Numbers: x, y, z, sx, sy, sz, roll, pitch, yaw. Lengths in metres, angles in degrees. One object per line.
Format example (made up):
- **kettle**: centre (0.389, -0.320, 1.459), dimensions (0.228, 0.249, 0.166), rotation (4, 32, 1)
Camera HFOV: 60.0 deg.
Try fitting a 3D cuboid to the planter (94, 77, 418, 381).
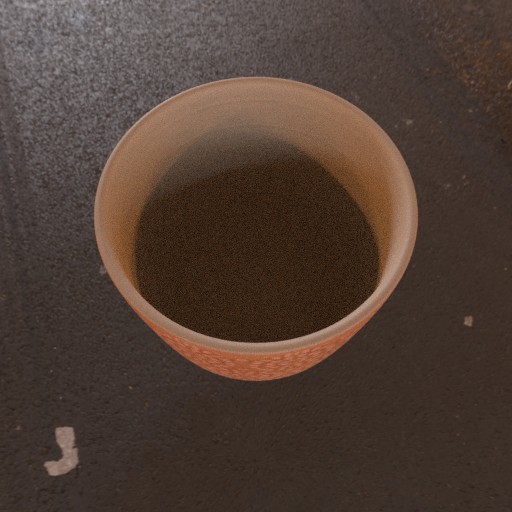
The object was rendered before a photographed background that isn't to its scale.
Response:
- **planter**: centre (0.000, 0.000, 0.371), dimensions (0.208, 0.190, 0.208), rotation (0, 65, 0)
